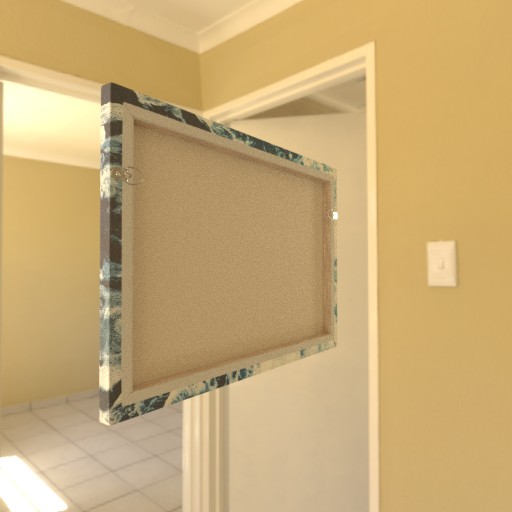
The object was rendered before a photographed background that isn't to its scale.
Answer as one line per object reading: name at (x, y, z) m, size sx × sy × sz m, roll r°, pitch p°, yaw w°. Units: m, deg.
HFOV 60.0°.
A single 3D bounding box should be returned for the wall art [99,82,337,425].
wall art at (0.000, 0.000, 1.934) m, size 0.055 × 1.017 × 1.524 m, roll -1°, pitch -1°, yaw 36°
